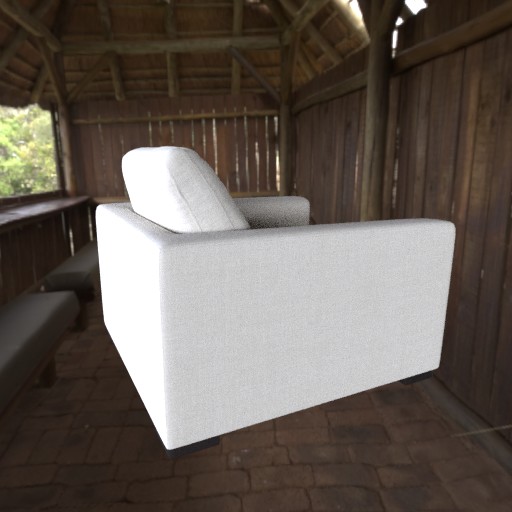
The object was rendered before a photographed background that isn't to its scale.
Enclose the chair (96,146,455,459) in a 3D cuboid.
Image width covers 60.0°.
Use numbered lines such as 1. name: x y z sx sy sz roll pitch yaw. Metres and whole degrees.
1. chair: 0.000 0.000 1.832 1.100 0.876 1.070 -7 14 -27
